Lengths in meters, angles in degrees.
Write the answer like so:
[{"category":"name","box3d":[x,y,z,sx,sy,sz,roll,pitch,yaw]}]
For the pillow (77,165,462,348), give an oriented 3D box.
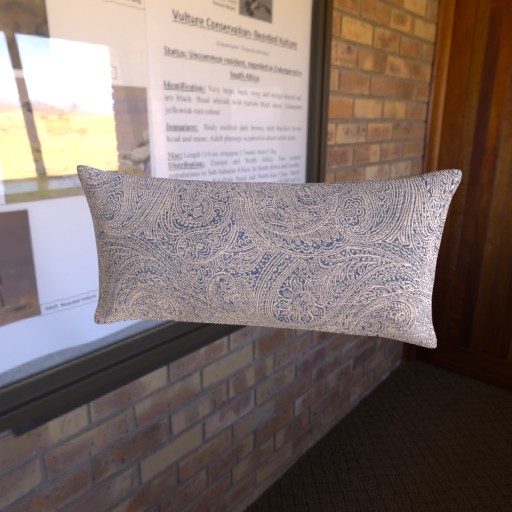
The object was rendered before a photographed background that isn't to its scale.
[{"category":"pillow","box3d":[0.000,0.000,0.742,0.615,0.295,0.151,3,17,9]}]
